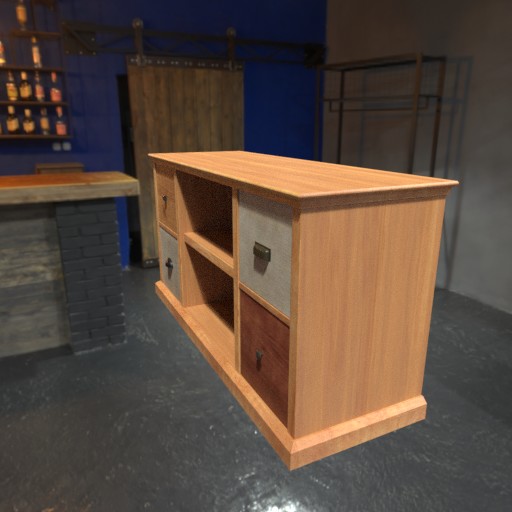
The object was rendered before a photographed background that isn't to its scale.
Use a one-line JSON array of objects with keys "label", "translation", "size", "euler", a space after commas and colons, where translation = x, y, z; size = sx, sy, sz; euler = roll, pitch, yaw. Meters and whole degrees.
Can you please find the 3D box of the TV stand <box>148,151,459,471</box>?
[{"label": "TV stand", "translation": [0.000, 0.000, 1.479], "size": [0.417, 0.607, 1.181], "euler": [-8, 19, -25]}]
